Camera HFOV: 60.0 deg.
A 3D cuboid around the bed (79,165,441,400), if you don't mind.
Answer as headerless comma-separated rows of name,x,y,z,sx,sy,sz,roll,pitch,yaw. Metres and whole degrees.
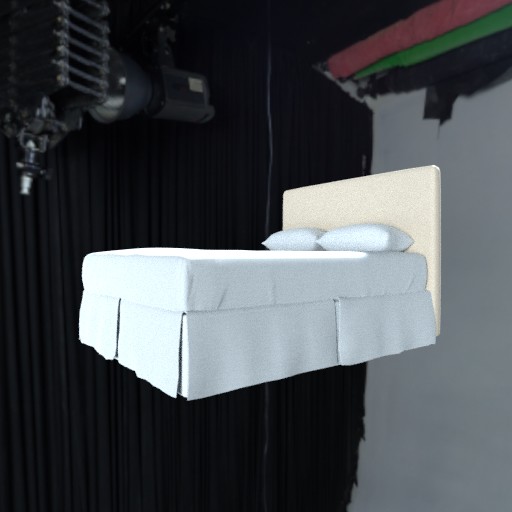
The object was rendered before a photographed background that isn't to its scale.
bed,0.000,0.000,3.273,2.142,1.330,1.748,0,0,-37
